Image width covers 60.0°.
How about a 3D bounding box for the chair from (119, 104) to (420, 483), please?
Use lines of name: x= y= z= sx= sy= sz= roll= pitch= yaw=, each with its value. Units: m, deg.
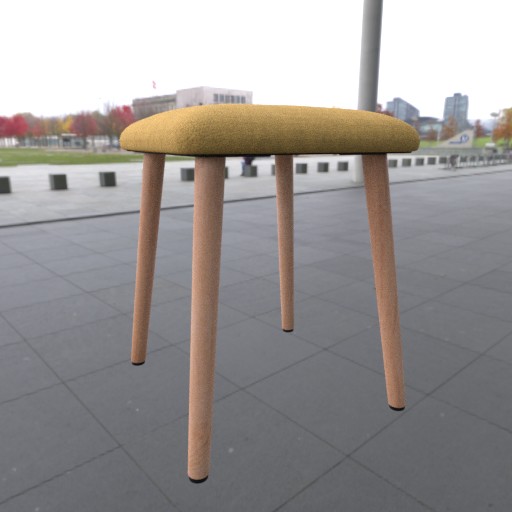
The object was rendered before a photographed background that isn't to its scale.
chair: x=0.000 y=0.000 z=0.692 sx=0.350 sy=0.440 sz=0.350 roll=-7 pitch=16 yaw=-26
